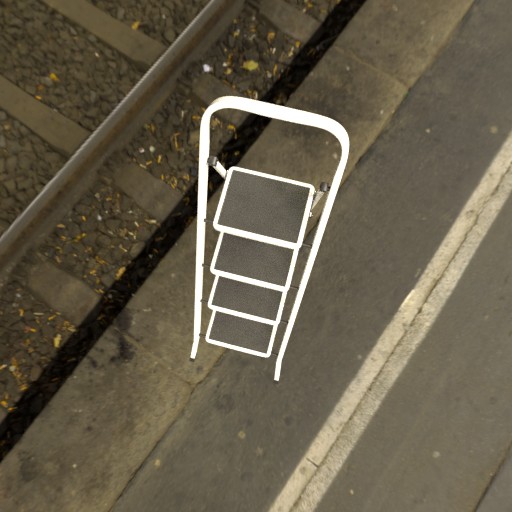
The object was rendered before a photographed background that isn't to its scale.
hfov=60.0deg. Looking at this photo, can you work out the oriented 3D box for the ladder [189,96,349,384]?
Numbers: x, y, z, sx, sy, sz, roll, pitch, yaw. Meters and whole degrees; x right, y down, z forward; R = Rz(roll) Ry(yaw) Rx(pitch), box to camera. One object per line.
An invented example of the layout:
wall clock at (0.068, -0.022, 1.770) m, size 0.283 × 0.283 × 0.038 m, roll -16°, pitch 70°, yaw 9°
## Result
ladder at (0.000, 0.000, 1.711) m, size 0.460 × 1.265 × 0.914 m, roll 14°, pitch 76°, yaw 3°
